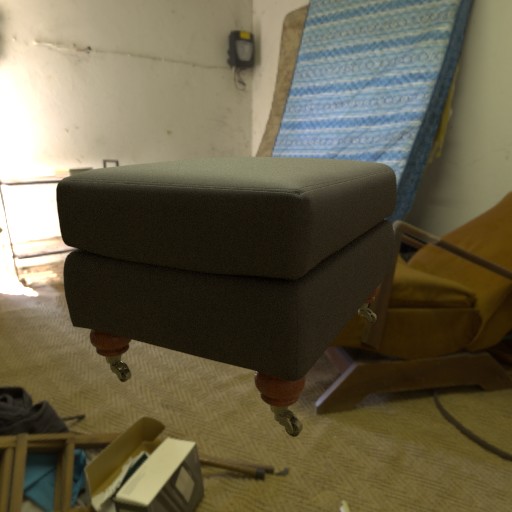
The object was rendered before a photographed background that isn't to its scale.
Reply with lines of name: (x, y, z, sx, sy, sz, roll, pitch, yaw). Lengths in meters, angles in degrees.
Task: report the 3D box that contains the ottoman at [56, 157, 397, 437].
ottoman: (0.000, 0.000, 1.146, 0.574, 0.497, 0.773, 7, 16, 27)
